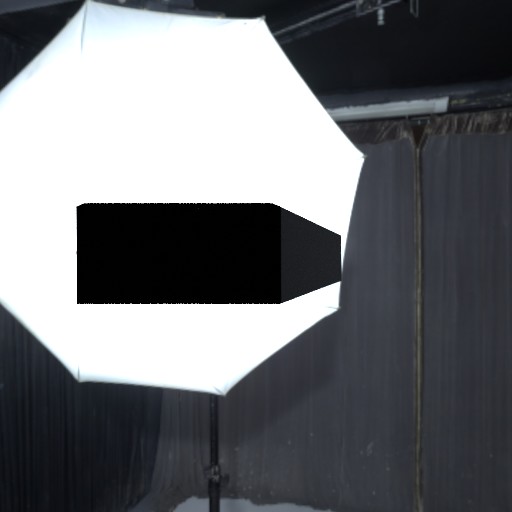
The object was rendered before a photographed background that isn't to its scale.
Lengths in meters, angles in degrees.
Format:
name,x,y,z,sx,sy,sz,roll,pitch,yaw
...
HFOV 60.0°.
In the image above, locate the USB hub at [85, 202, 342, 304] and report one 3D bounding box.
name,x,y,z,sx,sy,sz,roll,pitch,yaw
USB hub,0.000,0.000,0.156,0.044,0.023,0.145,0,-1,17
